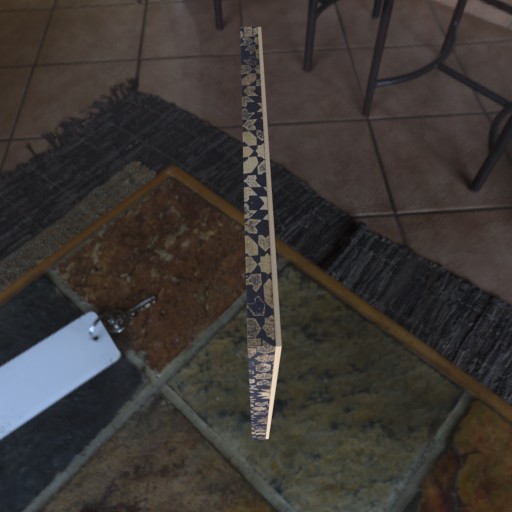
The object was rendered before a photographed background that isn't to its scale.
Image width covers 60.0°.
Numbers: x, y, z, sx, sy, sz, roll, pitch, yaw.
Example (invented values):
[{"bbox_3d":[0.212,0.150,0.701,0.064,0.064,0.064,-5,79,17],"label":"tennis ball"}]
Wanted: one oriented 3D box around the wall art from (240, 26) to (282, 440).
[{"bbox_3d":[0.000,0.000,0.913,0.038,0.612,0.612,-2,59,-1],"label":"wall art"}]
